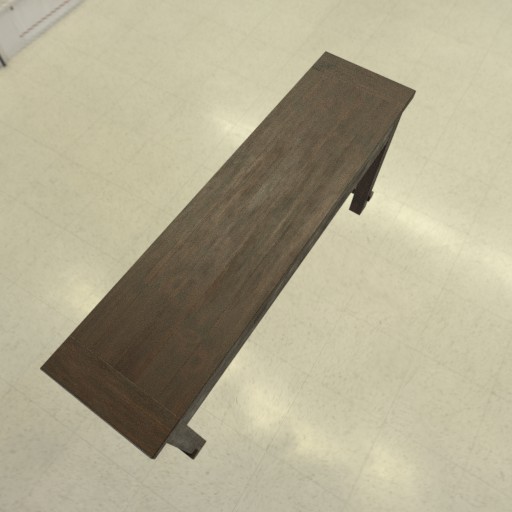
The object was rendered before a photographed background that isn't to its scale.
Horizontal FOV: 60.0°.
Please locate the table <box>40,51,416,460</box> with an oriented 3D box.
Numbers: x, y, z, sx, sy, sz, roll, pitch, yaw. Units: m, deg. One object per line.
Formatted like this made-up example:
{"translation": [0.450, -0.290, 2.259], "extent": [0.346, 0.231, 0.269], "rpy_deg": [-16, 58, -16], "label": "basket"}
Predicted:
{"translation": [0.000, 0.000, 1.834], "extent": [0.442, 0.762, 1.599], "rpy_deg": [31, 67, 15], "label": "table"}
